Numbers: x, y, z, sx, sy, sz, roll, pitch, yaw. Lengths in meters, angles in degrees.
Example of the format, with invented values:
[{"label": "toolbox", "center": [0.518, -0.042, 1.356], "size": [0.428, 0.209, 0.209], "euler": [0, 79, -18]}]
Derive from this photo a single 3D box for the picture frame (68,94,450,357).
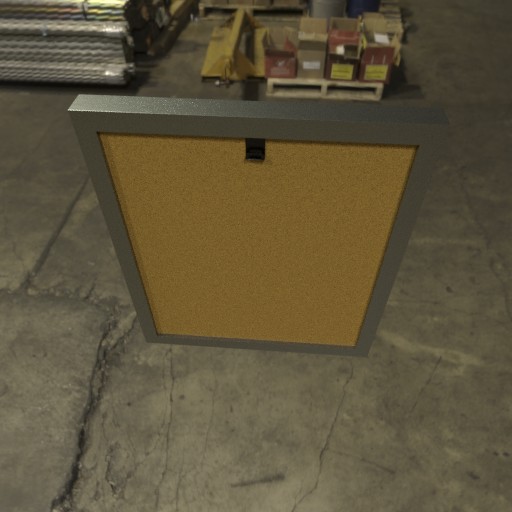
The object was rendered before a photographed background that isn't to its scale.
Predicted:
[{"label": "picture frame", "center": [0.000, 0.000, 1.347], "size": [0.839, 0.968, 0.073], "euler": [3, 47, 3]}]
